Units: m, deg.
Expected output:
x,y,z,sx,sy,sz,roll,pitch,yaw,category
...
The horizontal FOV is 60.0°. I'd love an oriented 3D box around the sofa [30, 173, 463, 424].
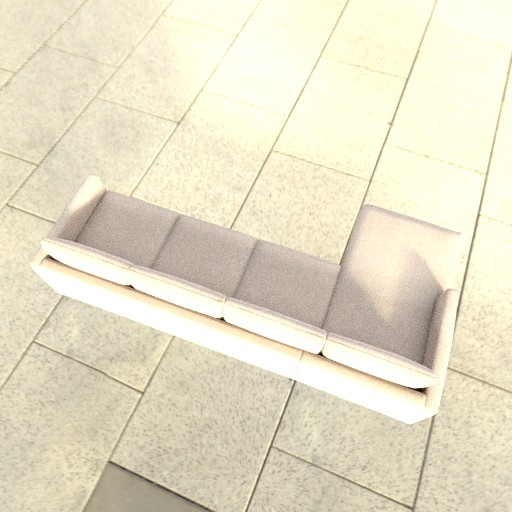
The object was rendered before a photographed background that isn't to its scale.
x,y,z,sx,sy,sz,roll,pitch,yaw,category
0.000,0.000,3.388,2.923,0.816,1.469,18,64,9,sofa
